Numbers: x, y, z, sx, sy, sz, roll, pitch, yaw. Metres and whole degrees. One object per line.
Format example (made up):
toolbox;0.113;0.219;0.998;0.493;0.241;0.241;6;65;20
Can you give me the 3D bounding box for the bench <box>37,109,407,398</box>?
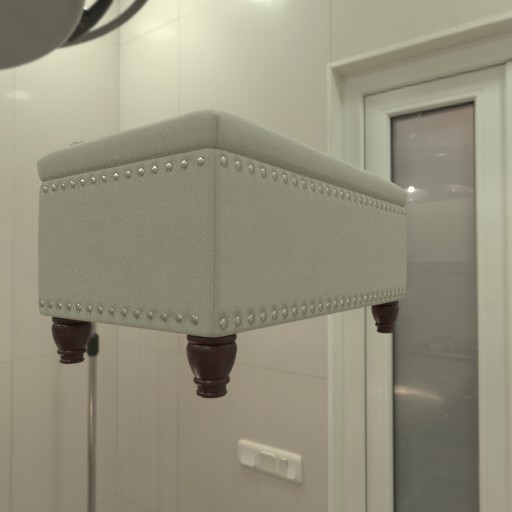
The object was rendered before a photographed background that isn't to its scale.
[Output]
bench;0.000;0.000;1.131;0.500;0.449;0.887;-1;-1;36
